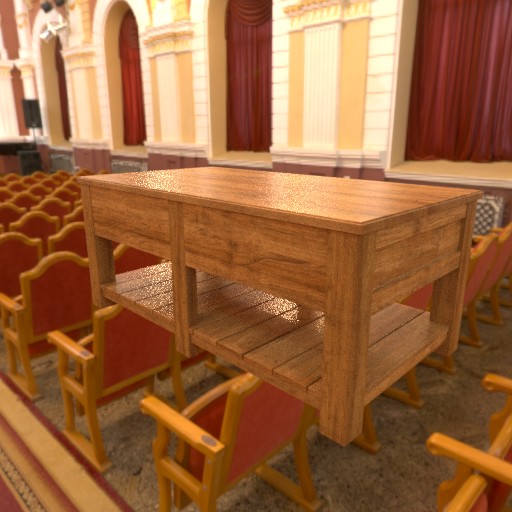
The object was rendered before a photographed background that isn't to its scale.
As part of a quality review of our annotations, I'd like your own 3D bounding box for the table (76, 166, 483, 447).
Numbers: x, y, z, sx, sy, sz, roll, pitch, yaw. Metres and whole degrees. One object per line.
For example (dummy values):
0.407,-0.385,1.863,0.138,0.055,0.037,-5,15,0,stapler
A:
0.000,0.000,1.455,1.150,0.480,0.635,15,22,42,table
